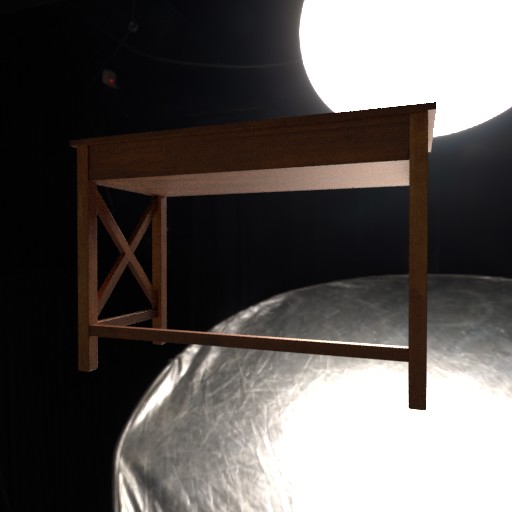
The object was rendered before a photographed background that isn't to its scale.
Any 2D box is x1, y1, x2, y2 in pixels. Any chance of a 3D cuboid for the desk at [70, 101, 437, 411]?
[{"bbox_3d":[0.000,0.000,1.507,1.117,0.762,0.508,0,1,20],"label":"desk"}]
